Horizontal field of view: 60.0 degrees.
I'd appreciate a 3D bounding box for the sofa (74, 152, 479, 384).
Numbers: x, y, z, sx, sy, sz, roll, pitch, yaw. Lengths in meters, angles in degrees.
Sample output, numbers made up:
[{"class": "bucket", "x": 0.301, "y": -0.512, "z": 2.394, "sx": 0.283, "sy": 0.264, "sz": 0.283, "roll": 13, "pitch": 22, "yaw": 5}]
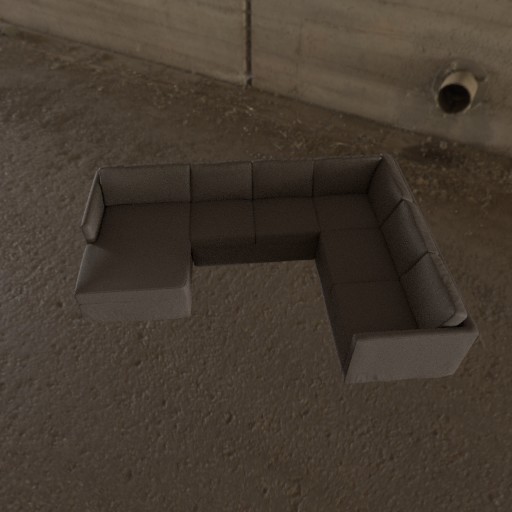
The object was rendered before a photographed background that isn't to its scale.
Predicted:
[{"class": "sofa", "x": 0.000, "y": 0.000, "z": 4.494, "sx": 3.528, "sy": 0.878, "sz": 2.476, "roll": -3, "pitch": 48, "yaw": -3}]
